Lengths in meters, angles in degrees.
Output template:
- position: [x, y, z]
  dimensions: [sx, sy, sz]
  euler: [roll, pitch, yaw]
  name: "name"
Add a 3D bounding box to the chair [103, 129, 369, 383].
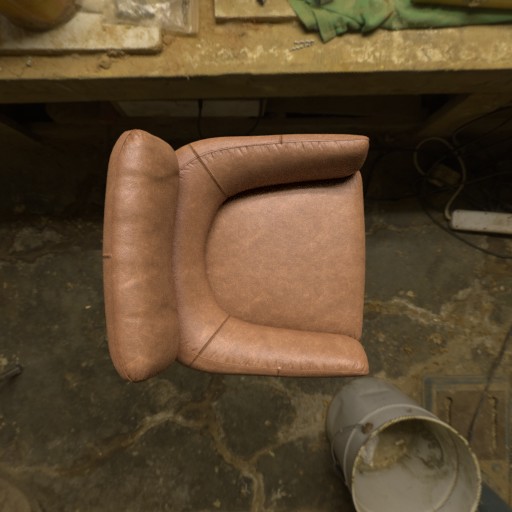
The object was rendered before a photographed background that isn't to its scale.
- position: [0.000, 0.000, 1.387]
  dimensions: [0.715, 0.812, 0.706]
  euler: [0, 90, 0]
  name: "chair"
